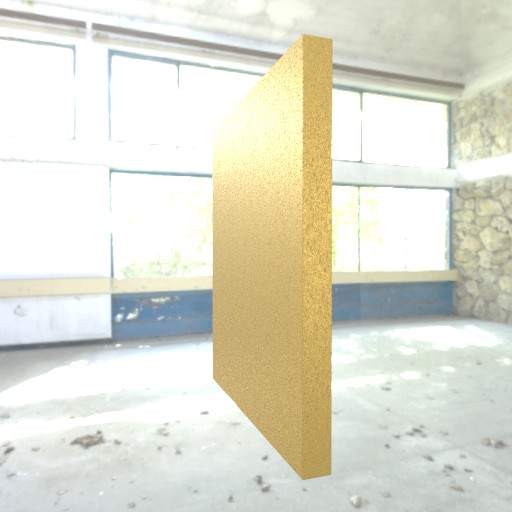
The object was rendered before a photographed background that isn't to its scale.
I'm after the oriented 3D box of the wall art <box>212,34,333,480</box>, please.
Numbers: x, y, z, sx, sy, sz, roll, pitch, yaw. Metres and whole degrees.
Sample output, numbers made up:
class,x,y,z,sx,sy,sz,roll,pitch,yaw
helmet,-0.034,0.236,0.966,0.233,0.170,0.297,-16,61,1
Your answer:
class,x,y,z,sx,sy,sz,roll,pitch,yaw
wall art,0.000,0.000,0.897,0.048,0.642,0.537,0,1,-20
